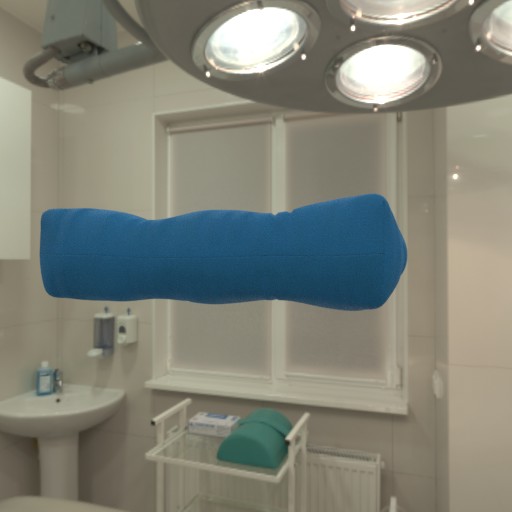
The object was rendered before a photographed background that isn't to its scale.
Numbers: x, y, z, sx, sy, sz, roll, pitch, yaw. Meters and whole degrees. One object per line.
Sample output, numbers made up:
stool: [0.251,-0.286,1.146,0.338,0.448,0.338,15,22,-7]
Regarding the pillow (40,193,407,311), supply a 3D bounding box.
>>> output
pillow: [0.000,0.000,0.729,0.468,0.128,0.490,0,-1,19]
